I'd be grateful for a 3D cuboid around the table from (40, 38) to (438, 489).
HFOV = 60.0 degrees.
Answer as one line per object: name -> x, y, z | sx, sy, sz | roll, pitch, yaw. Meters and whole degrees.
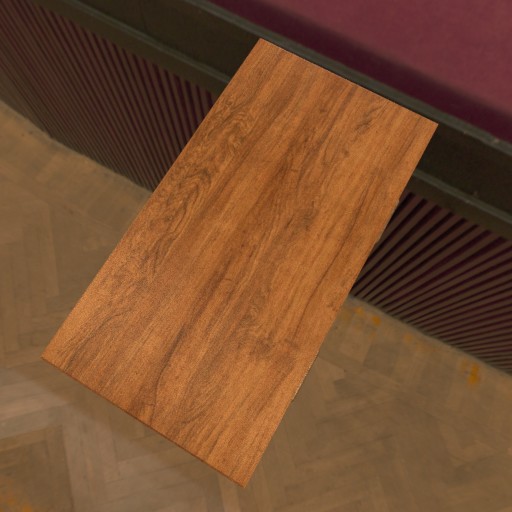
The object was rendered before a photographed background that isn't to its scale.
table -> 0.000, 0.000, 1.469 | 0.635, 0.480, 1.150 | 29, 77, 8
